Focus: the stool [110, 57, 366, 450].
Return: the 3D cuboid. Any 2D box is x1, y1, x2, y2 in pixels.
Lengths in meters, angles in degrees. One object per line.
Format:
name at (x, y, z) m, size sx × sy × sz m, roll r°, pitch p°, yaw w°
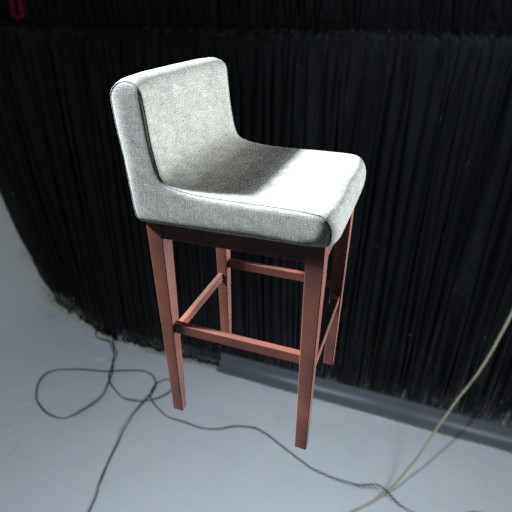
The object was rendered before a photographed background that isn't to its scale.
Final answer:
stool at (0.000, 0.000, 1.226) m, size 0.499 × 0.965 × 0.426 m, roll 11°, pitch 32°, yaw 18°
